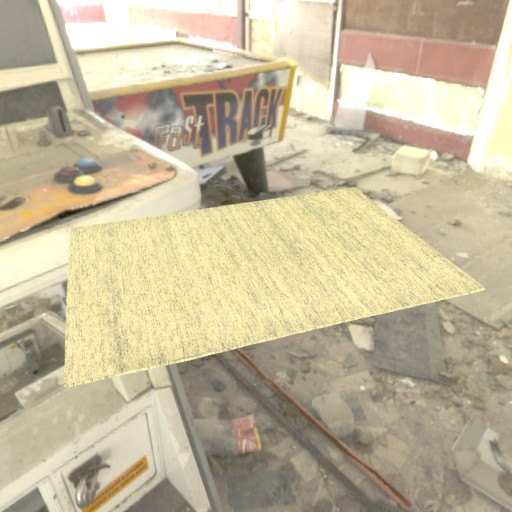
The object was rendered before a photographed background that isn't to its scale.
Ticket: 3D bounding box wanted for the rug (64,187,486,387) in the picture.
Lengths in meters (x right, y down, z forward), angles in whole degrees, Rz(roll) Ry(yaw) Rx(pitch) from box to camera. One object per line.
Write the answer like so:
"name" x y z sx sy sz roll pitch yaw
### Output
"rug" 0.000 0.000 2.823 2.263 0.017 1.523 -10 34 -16
